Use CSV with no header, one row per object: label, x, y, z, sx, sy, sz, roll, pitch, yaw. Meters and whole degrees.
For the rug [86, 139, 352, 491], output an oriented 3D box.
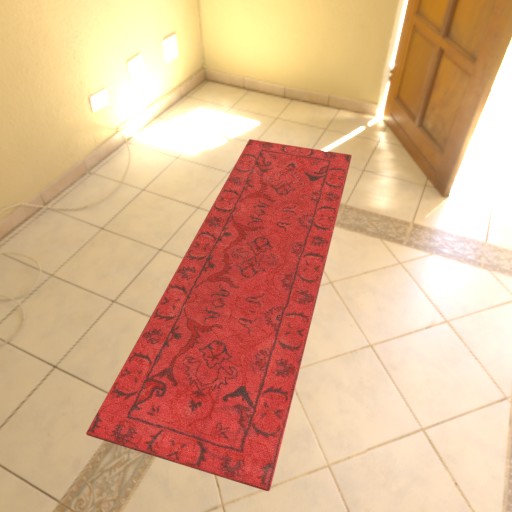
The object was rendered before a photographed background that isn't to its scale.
rug,0.000,0.000,2.627,0.813,0.018,2.439,12,47,11
